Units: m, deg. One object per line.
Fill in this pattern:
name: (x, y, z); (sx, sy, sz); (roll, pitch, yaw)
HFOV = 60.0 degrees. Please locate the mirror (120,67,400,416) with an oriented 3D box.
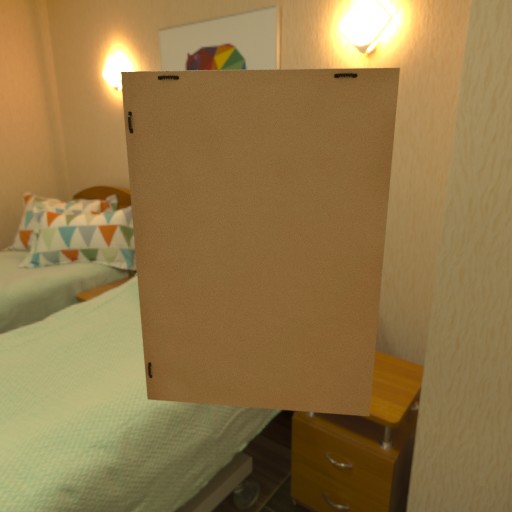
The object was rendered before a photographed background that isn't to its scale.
mirror: (0.000, 0.000, 0.915); (0.507, 0.710, 0.039); (2, 17, 7)
